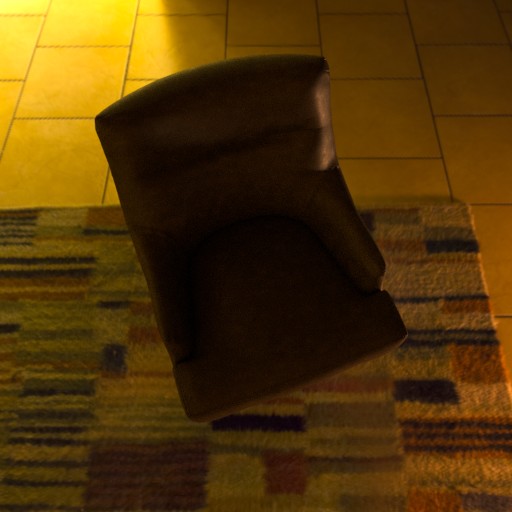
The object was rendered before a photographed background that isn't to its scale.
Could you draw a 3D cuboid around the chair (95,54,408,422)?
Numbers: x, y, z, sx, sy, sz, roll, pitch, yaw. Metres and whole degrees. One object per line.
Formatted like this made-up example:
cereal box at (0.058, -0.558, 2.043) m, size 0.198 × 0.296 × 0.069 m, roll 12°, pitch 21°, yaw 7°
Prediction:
chair at (0.000, 0.000, 1.470) m, size 0.738 × 0.870 × 0.874 m, roll -18°, pitch 65°, yaw -9°
